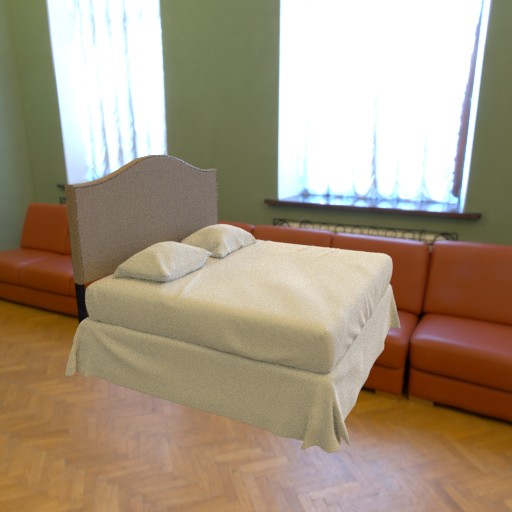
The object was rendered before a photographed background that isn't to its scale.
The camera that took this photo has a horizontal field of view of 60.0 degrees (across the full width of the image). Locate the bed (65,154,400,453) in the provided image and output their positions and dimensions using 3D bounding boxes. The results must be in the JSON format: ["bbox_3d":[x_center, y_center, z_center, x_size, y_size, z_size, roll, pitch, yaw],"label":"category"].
[{"bbox_3d":[0.000,0.000,3.756,2.222,1.651,2.311,7,16,25],"label":"bed"}]
